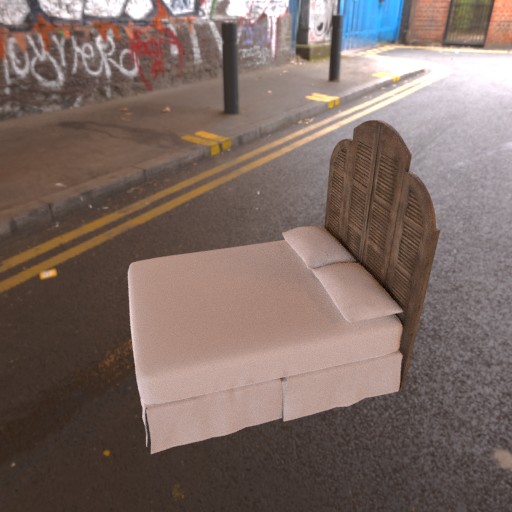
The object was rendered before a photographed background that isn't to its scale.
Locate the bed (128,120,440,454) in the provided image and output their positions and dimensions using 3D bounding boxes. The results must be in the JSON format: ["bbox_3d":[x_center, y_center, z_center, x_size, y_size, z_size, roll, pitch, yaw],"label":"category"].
[{"bbox_3d":[0.000,0.000,3.616,2.138,2.019,1.713,-8,31,-14],"label":"bed"}]
